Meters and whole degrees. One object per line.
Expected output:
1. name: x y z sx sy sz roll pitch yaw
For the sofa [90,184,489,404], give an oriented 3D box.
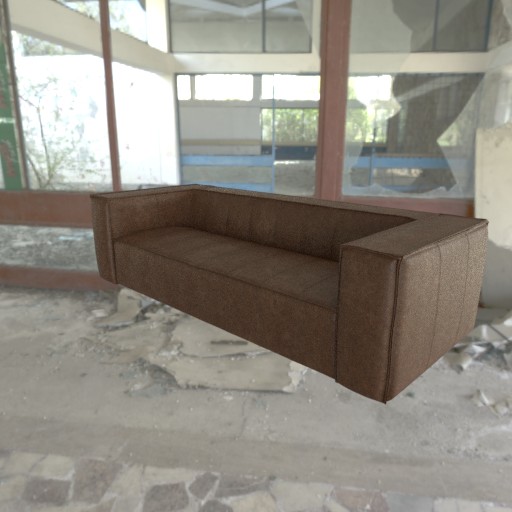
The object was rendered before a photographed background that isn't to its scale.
1. sofa: 0.000 0.000 2.972 2.581 0.701 1.102 14 21 42
